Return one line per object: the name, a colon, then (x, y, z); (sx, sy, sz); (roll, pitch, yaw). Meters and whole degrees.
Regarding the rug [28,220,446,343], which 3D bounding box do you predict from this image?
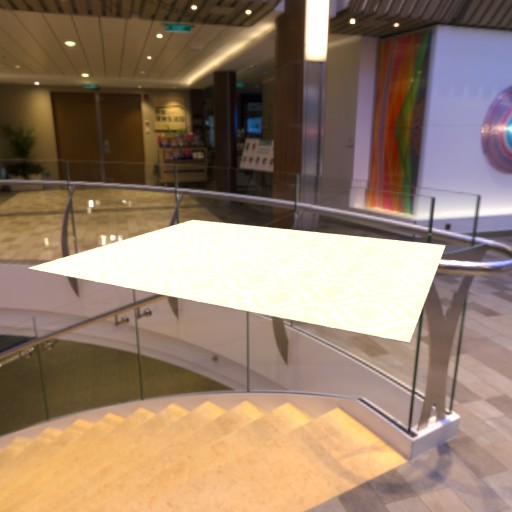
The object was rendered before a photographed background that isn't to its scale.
rug: (0.000, 0.000, 3.861); (2.892, 0.006, 2.283); (8, 17, 26)
